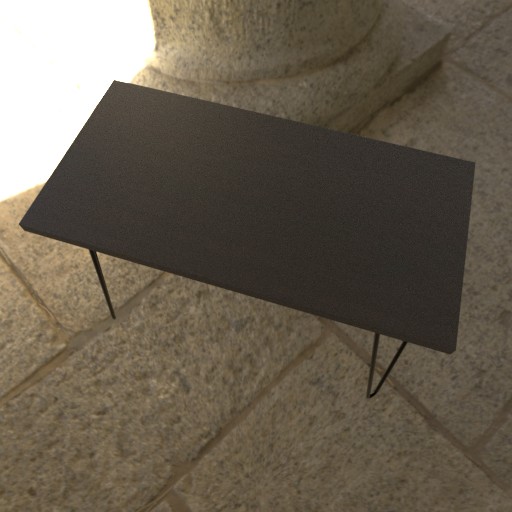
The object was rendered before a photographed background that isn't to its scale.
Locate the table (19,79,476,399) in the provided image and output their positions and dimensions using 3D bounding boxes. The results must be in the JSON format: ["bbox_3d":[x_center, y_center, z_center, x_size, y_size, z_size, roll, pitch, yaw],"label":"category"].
[{"bbox_3d":[0.000,0.000,1.355,0.991,0.660,0.499,15,63,8],"label":"table"}]
